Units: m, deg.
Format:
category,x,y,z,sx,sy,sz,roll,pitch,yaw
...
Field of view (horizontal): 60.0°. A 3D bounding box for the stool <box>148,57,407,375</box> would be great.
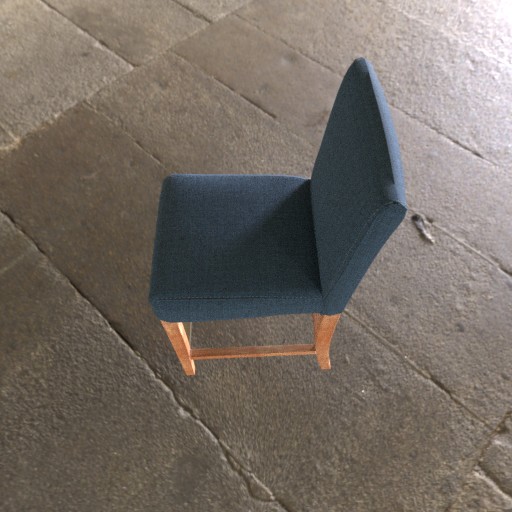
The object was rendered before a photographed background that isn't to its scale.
category,x,y,z,sx,sy,sz,roll,pitch,yaw
stool,0.000,0.000,1.335,0.567,1.039,0.454,-1,60,-1
